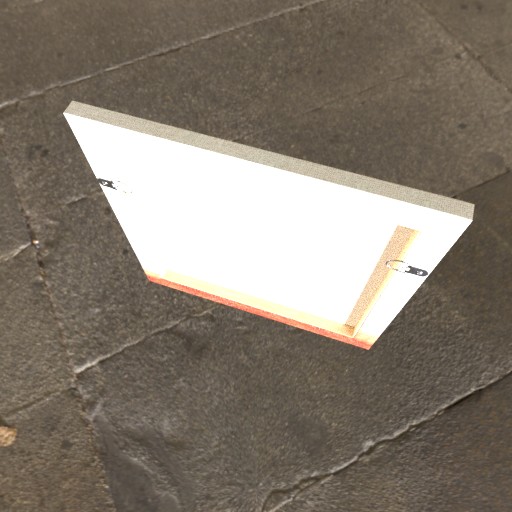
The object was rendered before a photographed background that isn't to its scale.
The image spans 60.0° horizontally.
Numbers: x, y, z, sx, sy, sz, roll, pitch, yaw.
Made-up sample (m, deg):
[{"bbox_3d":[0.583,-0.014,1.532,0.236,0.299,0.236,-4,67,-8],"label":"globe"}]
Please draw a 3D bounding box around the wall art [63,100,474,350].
[{"bbox_3d":[0.000,0.000,1.126,0.760,0.760,0.042,16,63,8],"label":"wall art"}]
